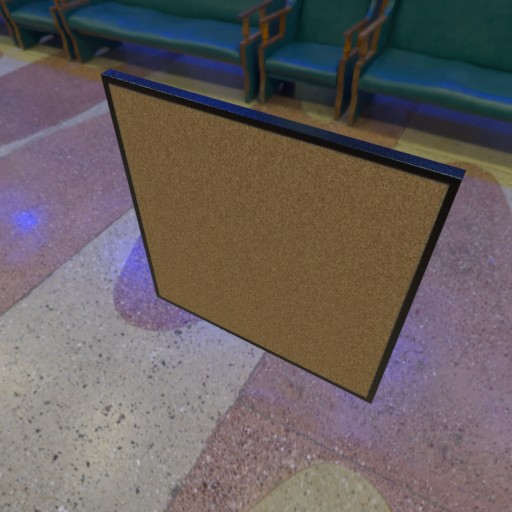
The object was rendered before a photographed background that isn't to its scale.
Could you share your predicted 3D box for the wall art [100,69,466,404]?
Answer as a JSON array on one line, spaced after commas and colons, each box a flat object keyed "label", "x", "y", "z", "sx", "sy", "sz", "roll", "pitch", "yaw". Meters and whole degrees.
[{"label": "wall art", "x": 0.000, "y": 0.000, "z": 0.507, "sx": 0.349, "sy": 0.349, "sz": 0.014, "roll": 23, "pitch": 50, "yaw": 21}]
